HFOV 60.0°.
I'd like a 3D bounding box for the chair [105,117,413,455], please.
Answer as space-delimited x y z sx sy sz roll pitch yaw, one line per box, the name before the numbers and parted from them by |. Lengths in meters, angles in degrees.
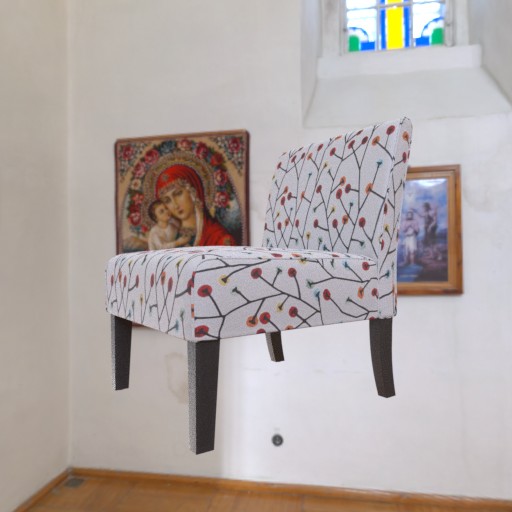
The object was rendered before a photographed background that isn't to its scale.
chair | 0.000 0.000 1.327 0.732 0.813 0.597 0 0 -35
